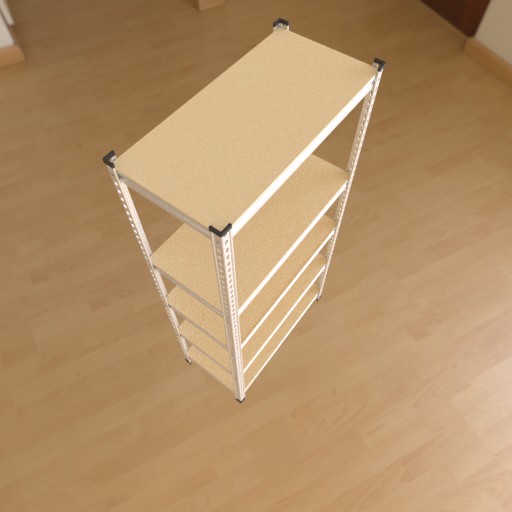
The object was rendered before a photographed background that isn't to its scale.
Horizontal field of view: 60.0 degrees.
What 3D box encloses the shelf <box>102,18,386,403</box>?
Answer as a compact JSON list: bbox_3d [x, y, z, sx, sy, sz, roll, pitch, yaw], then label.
[{"bbox_3d":[0.000,0.000,2.201,0.457,1.829,0.914,32,64,18],"label":"shelf"}]
